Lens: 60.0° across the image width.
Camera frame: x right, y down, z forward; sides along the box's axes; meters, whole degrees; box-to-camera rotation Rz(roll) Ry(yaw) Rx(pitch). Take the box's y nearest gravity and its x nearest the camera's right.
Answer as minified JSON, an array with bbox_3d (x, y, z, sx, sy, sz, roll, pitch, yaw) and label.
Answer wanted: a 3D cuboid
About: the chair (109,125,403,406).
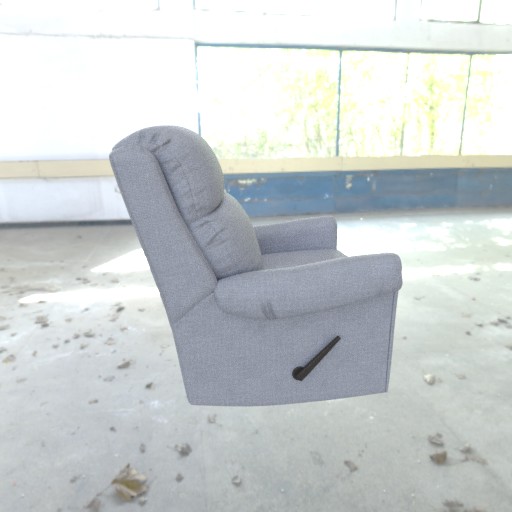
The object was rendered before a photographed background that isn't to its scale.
[{"bbox_3d":[0.000,0.000,1.867,1.014,1.054,0.838,-2,16,-8],"label":"chair"}]
